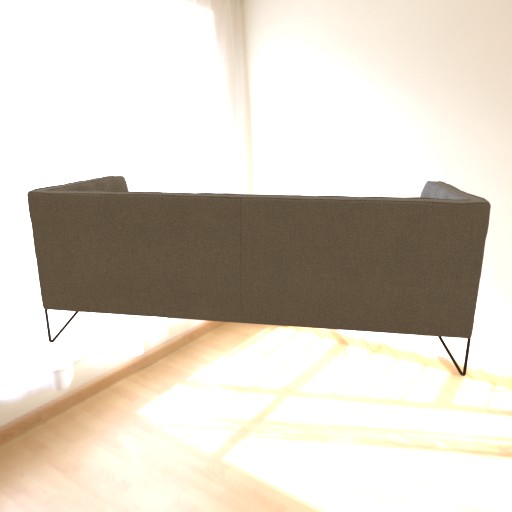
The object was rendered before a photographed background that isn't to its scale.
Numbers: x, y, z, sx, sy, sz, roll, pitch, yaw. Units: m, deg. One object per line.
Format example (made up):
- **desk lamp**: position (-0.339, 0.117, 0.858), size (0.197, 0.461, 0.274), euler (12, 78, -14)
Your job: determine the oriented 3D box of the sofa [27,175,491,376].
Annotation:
- **sofa**: position (0.000, 0.000, 2.453), size (2.079, 0.798, 0.912), euler (3, 16, 9)
